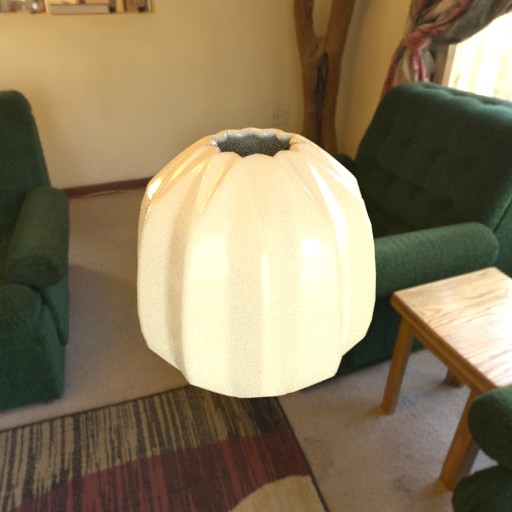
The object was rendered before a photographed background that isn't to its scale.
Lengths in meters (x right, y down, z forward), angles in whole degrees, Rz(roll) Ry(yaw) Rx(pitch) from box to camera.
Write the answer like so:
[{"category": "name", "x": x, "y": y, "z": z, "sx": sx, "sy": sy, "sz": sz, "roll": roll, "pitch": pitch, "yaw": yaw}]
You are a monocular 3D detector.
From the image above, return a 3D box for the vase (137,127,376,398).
[{"category": "vase", "x": 0.000, "y": 0.000, "z": 0.255, "sx": 0.139, "sy": 0.134, "sz": 0.139, "roll": 0, "pitch": 31, "yaw": 0}]
